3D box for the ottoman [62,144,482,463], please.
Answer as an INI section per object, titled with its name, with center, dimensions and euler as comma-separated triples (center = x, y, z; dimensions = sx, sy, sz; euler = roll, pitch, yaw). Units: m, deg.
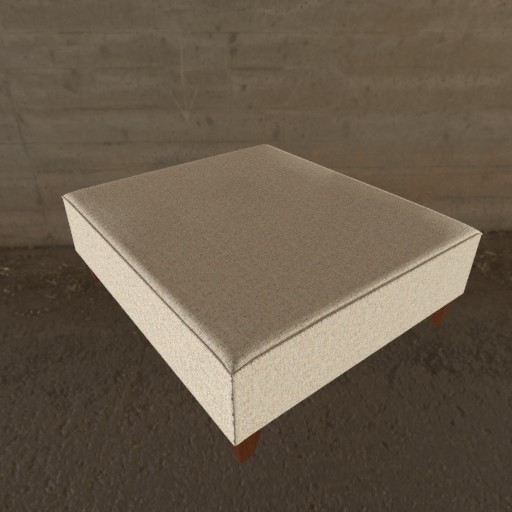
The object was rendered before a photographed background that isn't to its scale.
[ottoman]
center = 0.000, 0.000, 1.220
dimensions = 0.736, 0.303, 0.835
euler = -22, 39, -31
